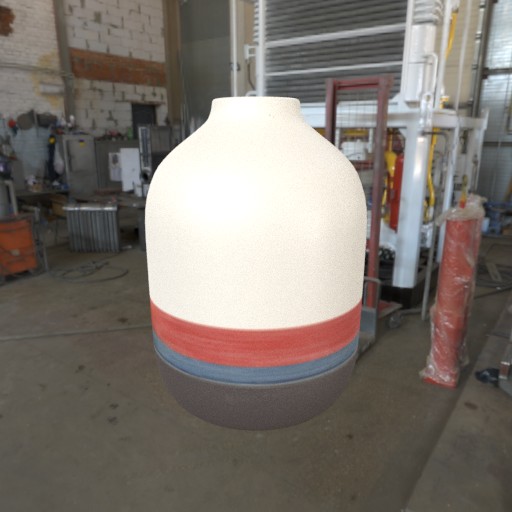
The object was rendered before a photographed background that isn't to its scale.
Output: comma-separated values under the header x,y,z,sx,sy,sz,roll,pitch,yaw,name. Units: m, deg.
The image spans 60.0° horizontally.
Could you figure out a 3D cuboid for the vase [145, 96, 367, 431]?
x,y,z,sx,sy,sz,roll,pitch,yaw,name
0.000,0.000,0.355,0.169,0.237,0.169,0,16,0,vase
